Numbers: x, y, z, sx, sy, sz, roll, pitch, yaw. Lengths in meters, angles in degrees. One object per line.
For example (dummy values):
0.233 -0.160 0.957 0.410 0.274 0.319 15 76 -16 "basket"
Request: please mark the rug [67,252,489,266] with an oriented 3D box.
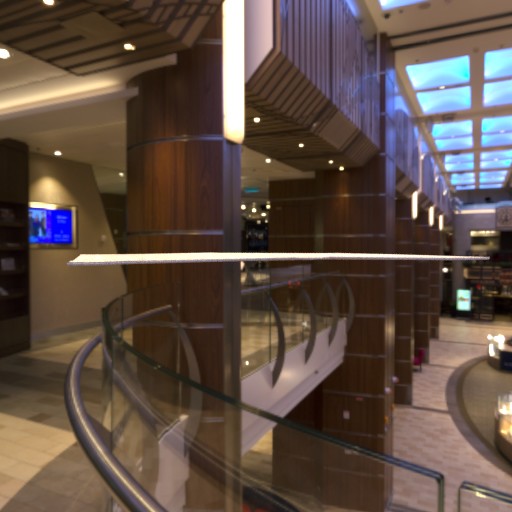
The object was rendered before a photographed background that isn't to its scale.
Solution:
0.000 0.000 4.272 3.245 0.046 2.467 0 1 -20 "rug"
